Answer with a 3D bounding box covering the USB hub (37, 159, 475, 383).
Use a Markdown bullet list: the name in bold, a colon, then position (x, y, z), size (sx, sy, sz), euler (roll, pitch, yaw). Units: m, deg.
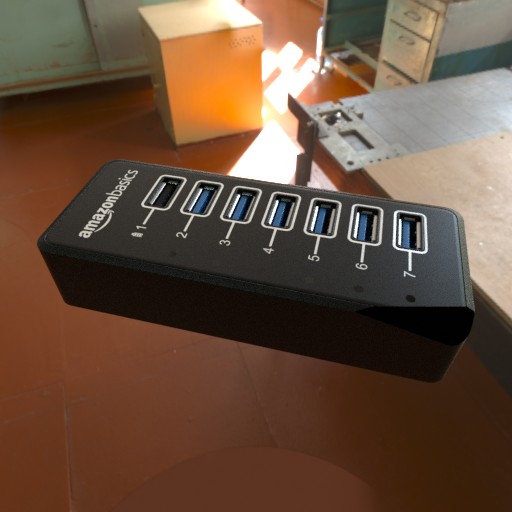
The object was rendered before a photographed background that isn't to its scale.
- **USB hub**: position (0.000, 0.000, 0.128), size (0.110, 0.023, 0.044), euler (10, 46, 10)
